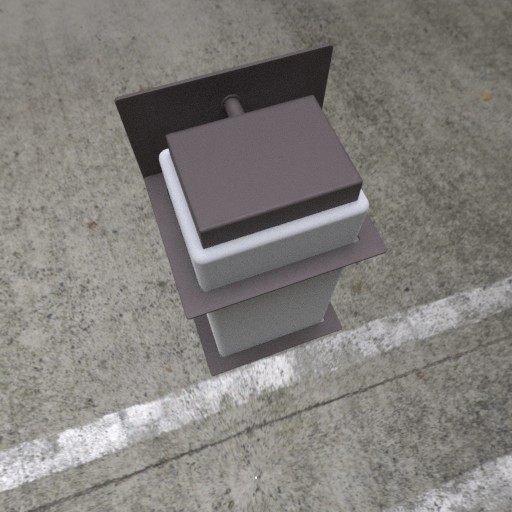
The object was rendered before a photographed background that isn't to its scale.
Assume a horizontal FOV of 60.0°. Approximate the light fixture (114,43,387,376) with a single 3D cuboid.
[{"bbox_3d":[0.000,0.000,0.426,0.153,0.347,0.146,-18,65,-9],"label":"light fixture"}]
